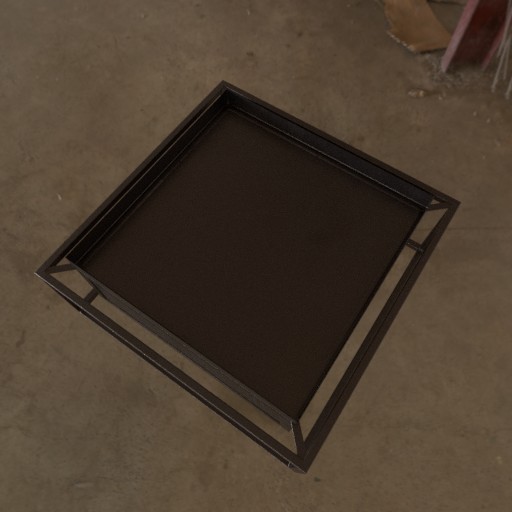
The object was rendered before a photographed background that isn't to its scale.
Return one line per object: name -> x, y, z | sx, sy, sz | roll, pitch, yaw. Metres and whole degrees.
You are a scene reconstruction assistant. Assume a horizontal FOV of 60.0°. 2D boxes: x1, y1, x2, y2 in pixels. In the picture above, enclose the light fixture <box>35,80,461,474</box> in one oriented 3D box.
light fixture -> 0.000, 0.000, 0.696 | 0.441, 0.191, 0.441 | 32, 69, 14
